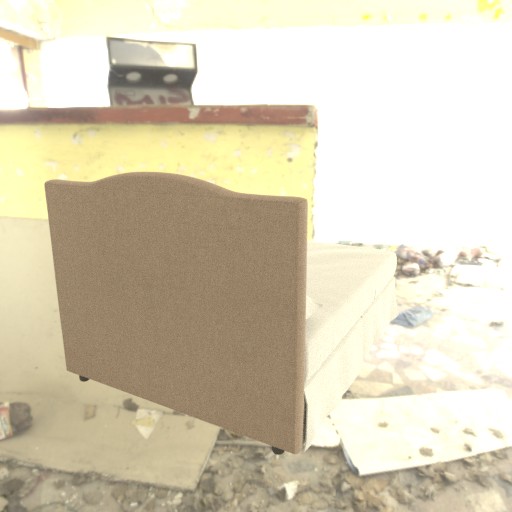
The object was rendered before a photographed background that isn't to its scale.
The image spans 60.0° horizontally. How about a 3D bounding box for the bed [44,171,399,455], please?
[{"bbox_3d":[0.000,0.000,3.423,1.821,1.436,2.282,8,18,28],"label":"bed"}]
